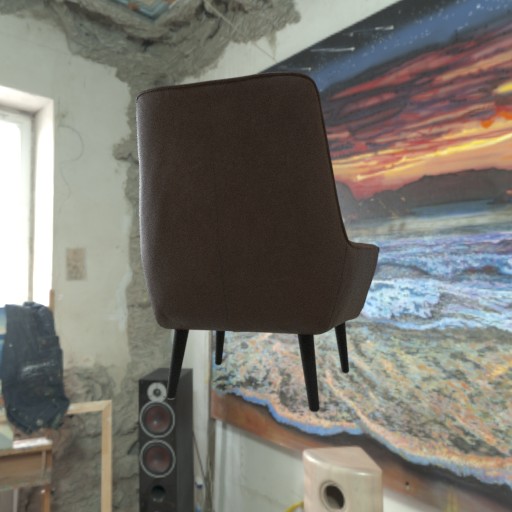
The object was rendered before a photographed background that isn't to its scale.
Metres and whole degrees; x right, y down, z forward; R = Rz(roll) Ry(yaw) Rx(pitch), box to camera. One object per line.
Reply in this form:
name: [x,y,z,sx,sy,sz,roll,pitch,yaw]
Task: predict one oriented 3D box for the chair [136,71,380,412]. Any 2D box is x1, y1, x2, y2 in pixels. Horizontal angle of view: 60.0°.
chair: [0.000,0.000,1.485,0.787,0.888,0.824,-1,-2,16]
